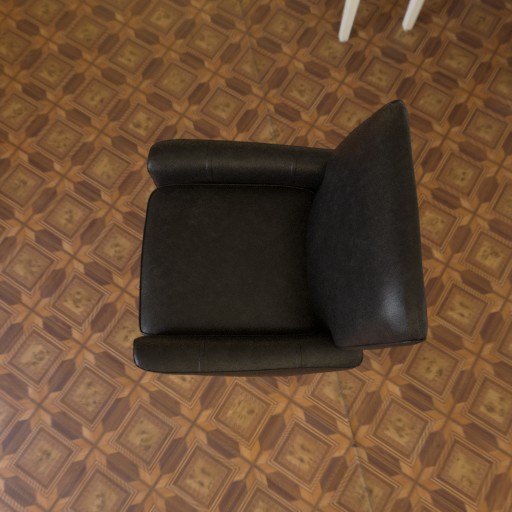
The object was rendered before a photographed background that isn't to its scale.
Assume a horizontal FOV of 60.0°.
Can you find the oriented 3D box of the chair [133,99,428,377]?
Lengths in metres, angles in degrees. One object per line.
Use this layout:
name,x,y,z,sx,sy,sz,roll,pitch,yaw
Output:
chair,0.000,0.000,1.608,0.864,1.014,0.848,0,75,0
